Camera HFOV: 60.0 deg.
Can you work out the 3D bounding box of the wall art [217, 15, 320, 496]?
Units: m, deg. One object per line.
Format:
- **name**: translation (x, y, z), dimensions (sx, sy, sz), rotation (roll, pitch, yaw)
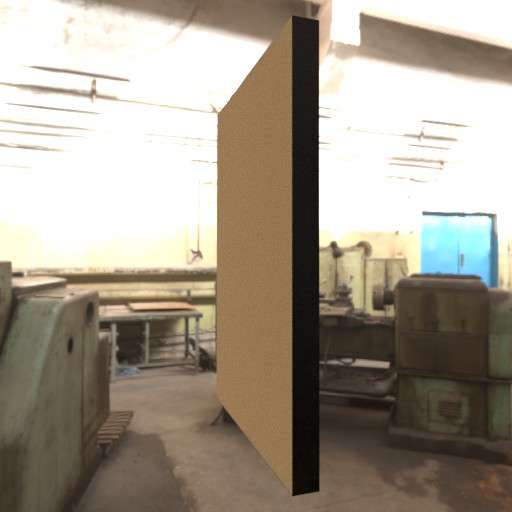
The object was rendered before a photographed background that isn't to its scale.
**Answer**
- **wall art**: translation (0.000, 0.000, 0.575), dimensions (0.031, 0.457, 0.313), rotation (0, 0, -18)
